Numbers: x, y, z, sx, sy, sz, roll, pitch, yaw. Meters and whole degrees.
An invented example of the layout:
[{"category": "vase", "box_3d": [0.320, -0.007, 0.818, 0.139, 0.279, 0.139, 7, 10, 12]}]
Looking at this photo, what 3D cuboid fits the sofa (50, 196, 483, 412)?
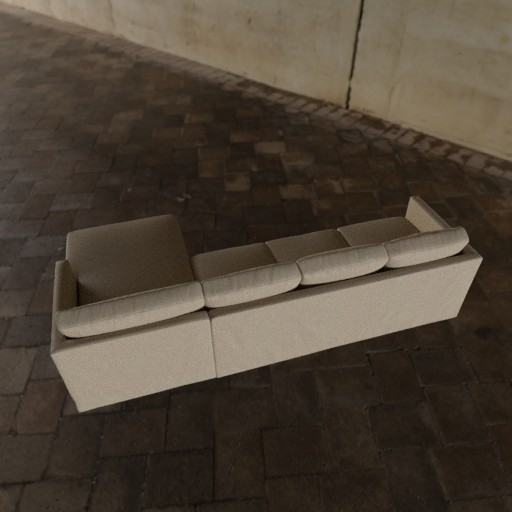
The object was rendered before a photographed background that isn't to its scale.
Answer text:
[{"category": "sofa", "box_3d": [0.000, 0.000, 3.819, 3.206, 0.871, 1.622, -11, 42, -13]}]
